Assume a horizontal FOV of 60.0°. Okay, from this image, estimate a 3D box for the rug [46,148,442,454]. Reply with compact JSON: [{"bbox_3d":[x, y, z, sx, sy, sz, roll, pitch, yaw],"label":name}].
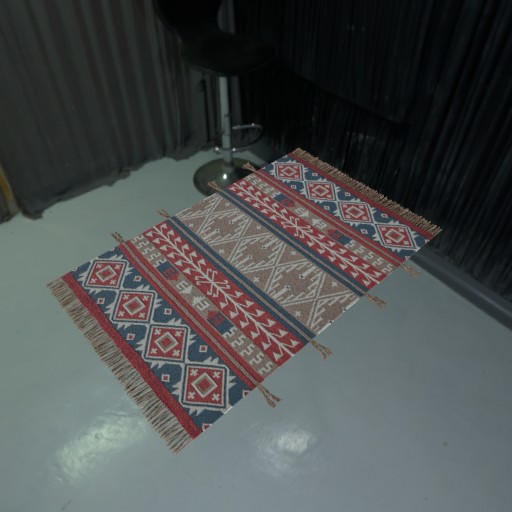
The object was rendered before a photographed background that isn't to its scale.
[{"bbox_3d":[0.000,0.000,2.576,2.025,0.040,1.469,-33,55,-28],"label":"rug"}]
